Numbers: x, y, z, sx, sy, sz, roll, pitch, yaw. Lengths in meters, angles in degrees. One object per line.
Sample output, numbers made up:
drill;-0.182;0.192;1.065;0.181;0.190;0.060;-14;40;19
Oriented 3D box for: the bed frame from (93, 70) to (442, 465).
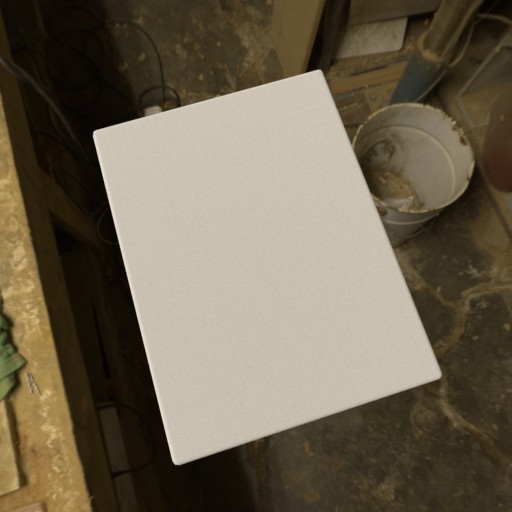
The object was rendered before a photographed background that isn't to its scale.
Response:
bed frame;0.000;0.000;3.652;1.990;0.680;2.635;-17;77;-4
